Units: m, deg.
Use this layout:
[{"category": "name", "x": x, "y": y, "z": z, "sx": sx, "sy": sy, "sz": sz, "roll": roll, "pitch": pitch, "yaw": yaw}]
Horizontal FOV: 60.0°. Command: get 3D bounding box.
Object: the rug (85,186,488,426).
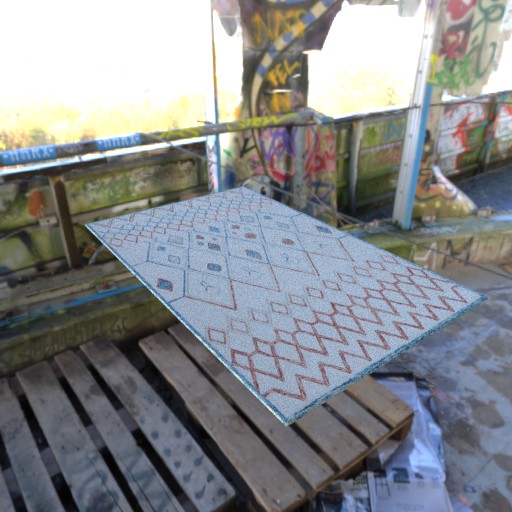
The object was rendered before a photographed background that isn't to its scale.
[{"category": "rug", "x": 0.000, "y": 0.000, "z": 3.010, "sx": 1.524, "sy": 0.015, "sz": 2.438, "roll": -19, "pitch": 33, "yaw": -32}]
